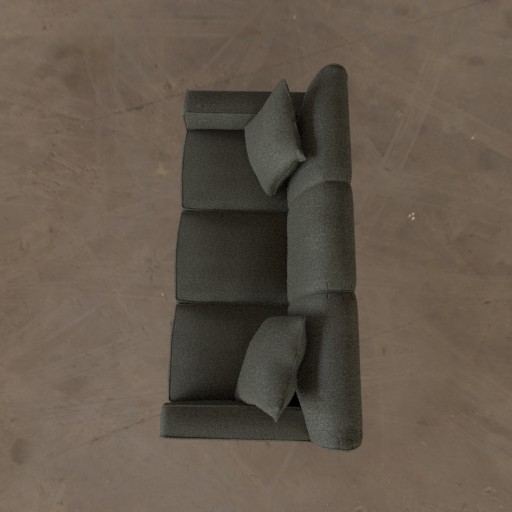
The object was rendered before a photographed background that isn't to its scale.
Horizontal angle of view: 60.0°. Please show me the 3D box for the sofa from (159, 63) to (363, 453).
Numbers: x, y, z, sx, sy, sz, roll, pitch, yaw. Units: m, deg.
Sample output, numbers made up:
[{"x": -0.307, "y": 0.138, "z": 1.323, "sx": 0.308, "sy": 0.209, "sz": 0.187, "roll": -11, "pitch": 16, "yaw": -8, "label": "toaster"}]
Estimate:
[{"x": 0.000, "y": 0.000, "z": 2.612, "sx": 0.997, "sy": 0.958, "sz": 2.024, "roll": 1, "pitch": 74, "yaw": 0, "label": "sofa"}]
